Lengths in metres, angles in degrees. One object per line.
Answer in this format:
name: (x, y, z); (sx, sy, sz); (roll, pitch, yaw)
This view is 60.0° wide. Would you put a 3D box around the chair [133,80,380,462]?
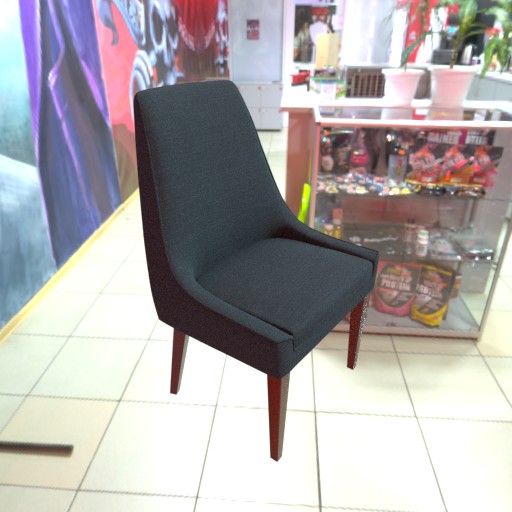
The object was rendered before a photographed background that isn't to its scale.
chair: (0.000, 0.000, 1.227); (0.544, 0.861, 0.529); (19, 33, 32)
